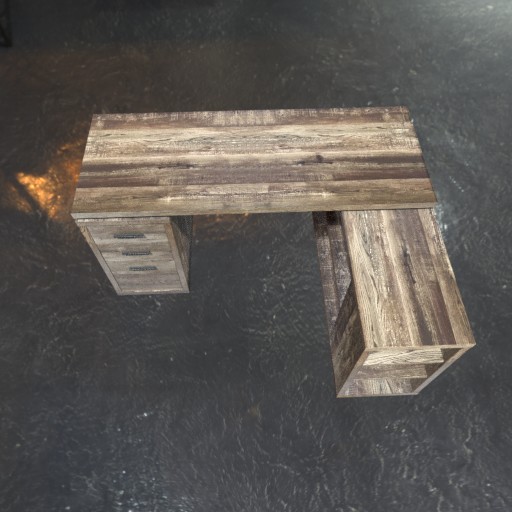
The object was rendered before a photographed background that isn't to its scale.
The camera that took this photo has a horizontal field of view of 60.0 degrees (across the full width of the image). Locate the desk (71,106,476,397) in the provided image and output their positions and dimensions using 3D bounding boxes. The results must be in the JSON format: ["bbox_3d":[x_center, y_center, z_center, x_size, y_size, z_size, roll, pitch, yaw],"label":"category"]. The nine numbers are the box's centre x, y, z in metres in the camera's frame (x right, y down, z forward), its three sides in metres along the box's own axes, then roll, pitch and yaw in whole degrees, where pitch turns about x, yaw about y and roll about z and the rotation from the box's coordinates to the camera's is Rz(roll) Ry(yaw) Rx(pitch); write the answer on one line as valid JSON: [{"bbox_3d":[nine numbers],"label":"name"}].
[{"bbox_3d":[0.000,0.000,2.156,1.524,0.753,1.200,-2,58,-1],"label":"desk"}]
